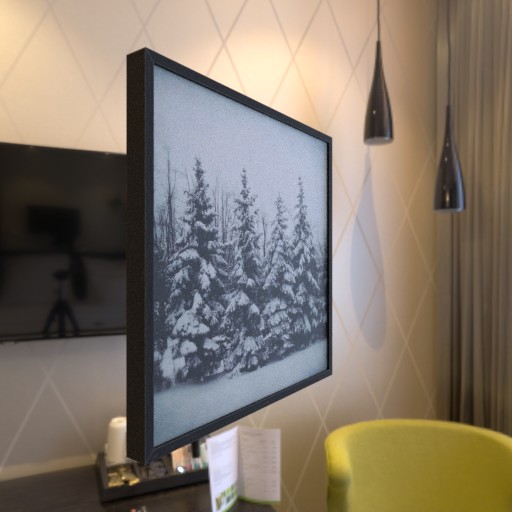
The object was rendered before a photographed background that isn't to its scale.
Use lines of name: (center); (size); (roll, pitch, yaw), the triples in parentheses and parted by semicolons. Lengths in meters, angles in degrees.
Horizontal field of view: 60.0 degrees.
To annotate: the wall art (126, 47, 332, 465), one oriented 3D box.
wall art: (0.000, 0.000, 0.751); (0.036, 0.506, 0.506); (0, 0, 36)
